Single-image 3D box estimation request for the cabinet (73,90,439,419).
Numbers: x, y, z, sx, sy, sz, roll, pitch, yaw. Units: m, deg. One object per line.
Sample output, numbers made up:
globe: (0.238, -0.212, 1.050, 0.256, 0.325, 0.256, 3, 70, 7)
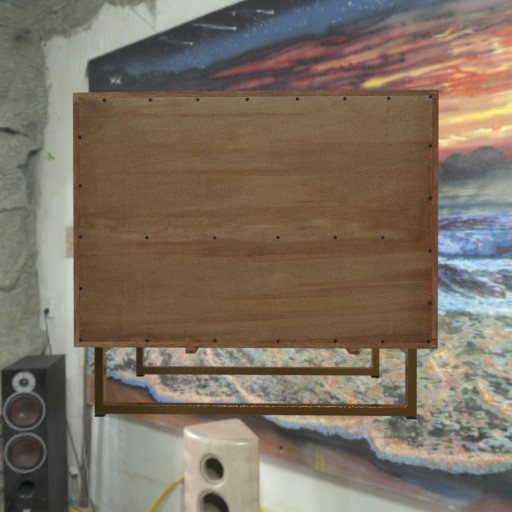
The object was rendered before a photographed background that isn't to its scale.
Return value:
cabinet: (0.000, 0.000, 1.378, 0.950, 0.860, 0.451, 0, 1, 1)
